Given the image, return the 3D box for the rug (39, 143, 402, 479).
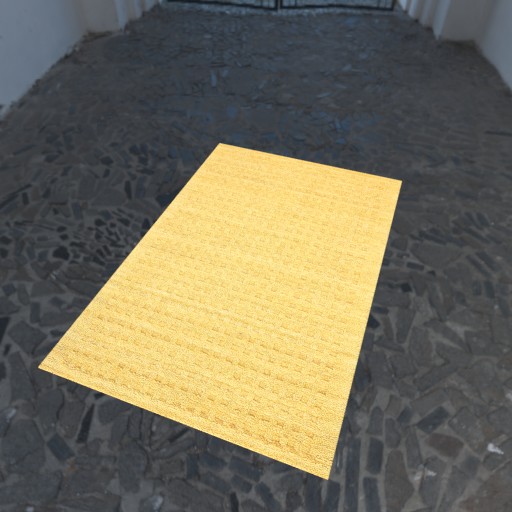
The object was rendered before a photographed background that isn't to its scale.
[{"bbox_3d":[0.000,0.000,2.834,1.524,0.006,2.286,15,48,14],"label":"rug"}]
